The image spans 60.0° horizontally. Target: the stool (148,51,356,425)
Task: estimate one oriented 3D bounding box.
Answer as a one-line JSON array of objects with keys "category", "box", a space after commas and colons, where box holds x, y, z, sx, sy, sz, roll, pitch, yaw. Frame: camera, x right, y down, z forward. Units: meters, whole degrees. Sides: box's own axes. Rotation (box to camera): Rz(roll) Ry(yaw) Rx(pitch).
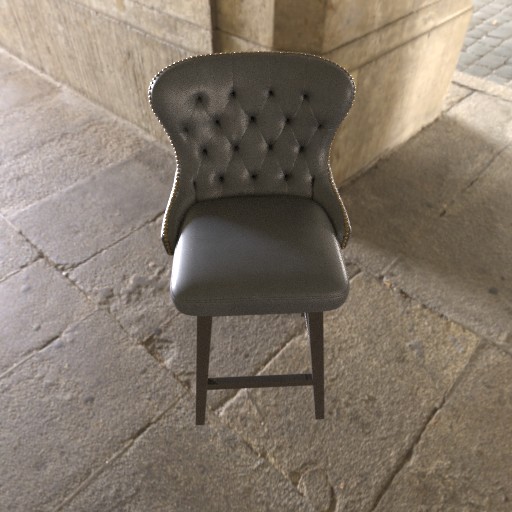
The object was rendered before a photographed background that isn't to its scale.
[{"category": "stool", "box": [0.000, 0.000, 1.316, 0.528, 0.971, 0.593, -2, 46, -2]}]
